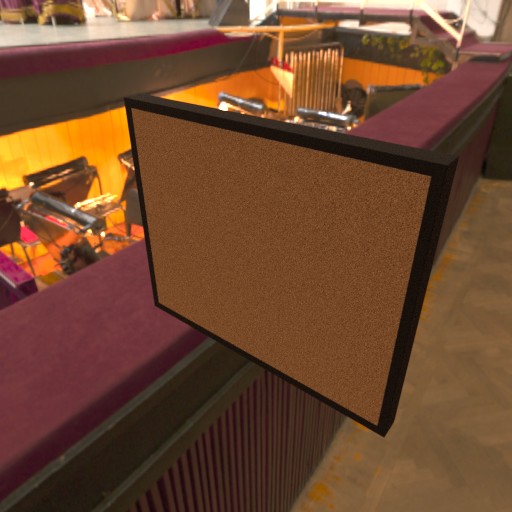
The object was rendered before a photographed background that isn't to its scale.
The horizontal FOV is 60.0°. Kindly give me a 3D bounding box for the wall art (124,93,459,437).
[{"bbox_3d":[0.000,0.000,0.538,0.397,0.325,0.028,22,38,32],"label":"wall art"}]
